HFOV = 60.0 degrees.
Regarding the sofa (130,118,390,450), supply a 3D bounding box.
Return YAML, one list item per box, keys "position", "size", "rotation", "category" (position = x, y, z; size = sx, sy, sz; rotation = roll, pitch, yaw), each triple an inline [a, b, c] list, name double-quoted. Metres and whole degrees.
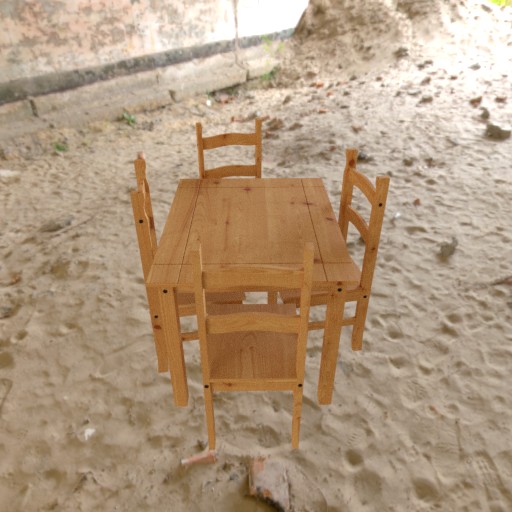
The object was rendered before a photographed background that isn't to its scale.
- position: [0.000, 0.000, 2.283]
  size: [1.144, 1.000, 1.529]
  rotation: [0, 33, -1]
  category: "sofa"
